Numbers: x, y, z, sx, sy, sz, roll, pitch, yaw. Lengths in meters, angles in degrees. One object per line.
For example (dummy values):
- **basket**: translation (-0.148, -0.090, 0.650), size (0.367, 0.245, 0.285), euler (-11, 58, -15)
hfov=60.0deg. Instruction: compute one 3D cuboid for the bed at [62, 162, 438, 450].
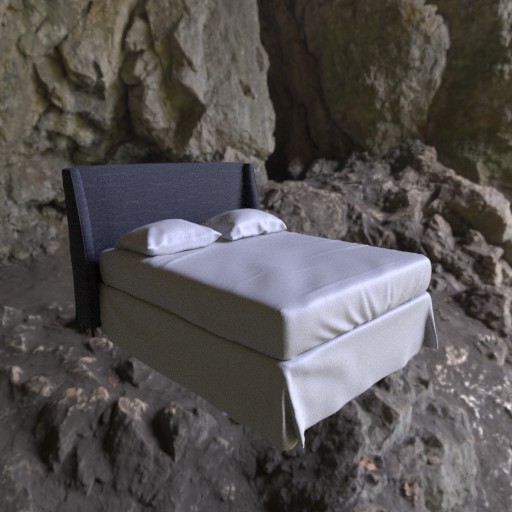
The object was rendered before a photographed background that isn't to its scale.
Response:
- **bed**: translation (0.000, 0.000, 3.354), size (1.925, 1.332, 2.276), euler (-13, 19, -43)
